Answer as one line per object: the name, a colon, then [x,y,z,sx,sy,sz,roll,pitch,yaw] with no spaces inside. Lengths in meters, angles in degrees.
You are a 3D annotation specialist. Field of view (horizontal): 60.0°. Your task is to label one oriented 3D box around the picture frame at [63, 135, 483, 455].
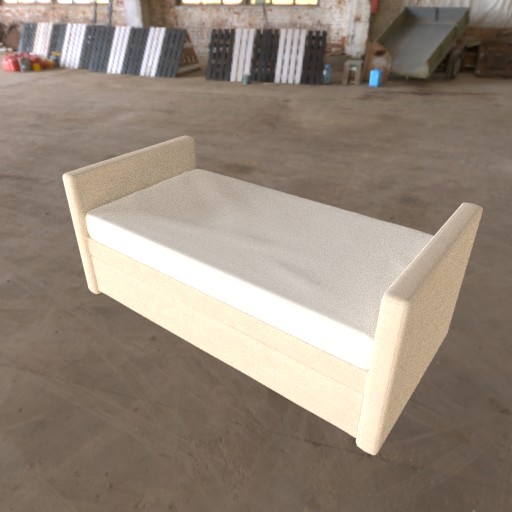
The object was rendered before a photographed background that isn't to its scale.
picture frame: [0.000,0.000,2.711,2.161,0.891,1.069,21,37,31]
